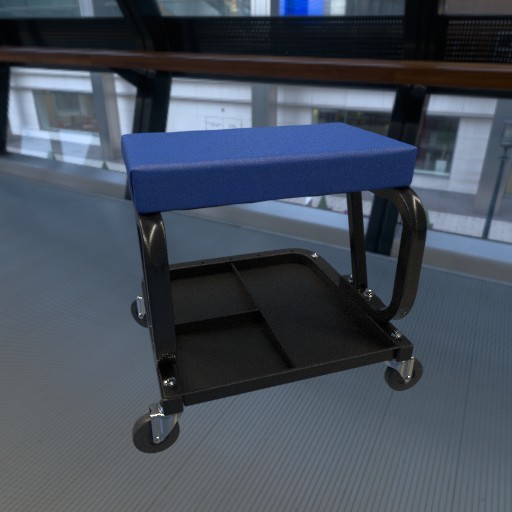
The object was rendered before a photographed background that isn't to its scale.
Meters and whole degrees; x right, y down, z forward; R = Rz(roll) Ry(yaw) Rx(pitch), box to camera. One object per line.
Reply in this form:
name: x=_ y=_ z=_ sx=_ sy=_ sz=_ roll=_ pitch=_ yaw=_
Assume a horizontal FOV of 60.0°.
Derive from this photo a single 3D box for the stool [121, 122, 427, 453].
stool: x=0.000 y=0.000 z=0.716 sx=0.446 sy=0.380 sz=0.371 roll=-8 pitch=27 yaw=-16
